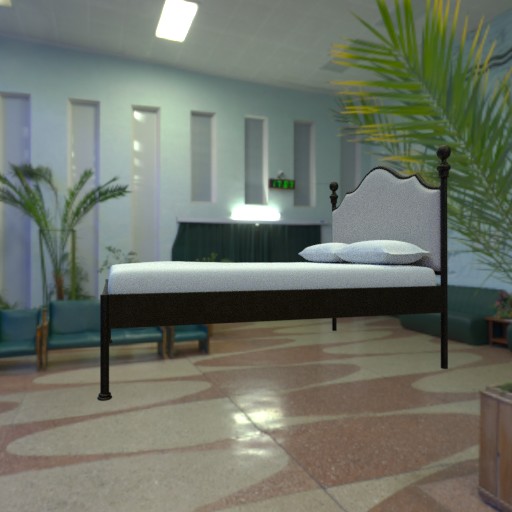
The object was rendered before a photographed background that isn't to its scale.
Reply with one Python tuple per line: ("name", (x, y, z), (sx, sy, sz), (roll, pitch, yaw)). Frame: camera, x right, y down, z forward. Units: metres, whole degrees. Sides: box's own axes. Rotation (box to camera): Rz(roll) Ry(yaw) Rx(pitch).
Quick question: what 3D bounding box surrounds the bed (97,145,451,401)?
("bed", (0.000, 0.000, 3.370), (2.224, 1.499, 1.642), (0, 0, -18))
